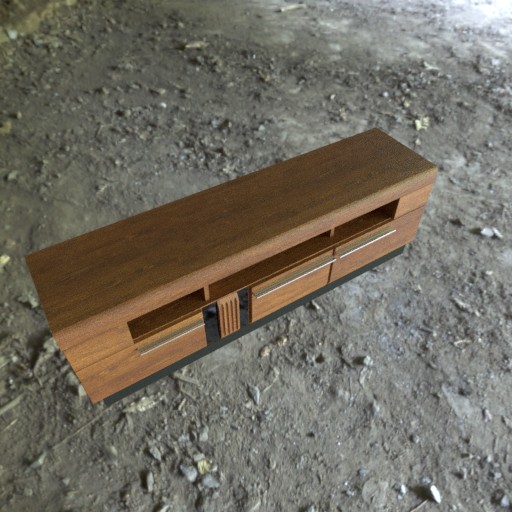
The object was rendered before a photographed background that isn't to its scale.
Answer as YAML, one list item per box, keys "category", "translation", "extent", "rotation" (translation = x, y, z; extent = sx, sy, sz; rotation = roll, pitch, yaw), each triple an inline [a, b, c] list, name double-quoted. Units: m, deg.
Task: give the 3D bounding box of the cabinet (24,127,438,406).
- category: "cabinet"
  translation: [0.000, 0.000, 1.863]
  extent: [1.600, 0.510, 0.419]
  rotation: [-24, 51, -22]
